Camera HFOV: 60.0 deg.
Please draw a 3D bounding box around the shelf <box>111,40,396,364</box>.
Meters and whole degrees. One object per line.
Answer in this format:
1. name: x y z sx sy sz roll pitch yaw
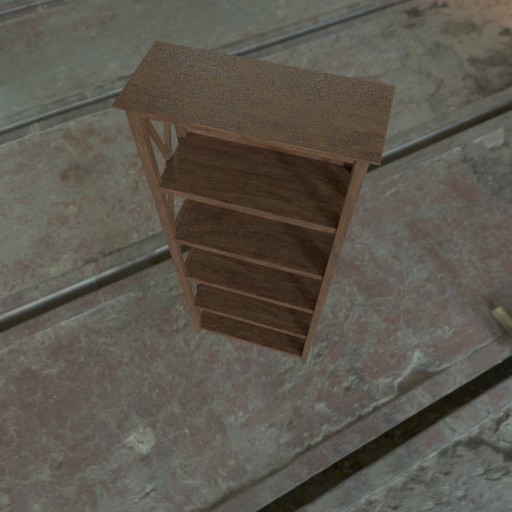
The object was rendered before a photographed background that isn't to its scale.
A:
1. shelf: 0.000 0.000 2.164 0.805 1.905 0.335 14 60 8
